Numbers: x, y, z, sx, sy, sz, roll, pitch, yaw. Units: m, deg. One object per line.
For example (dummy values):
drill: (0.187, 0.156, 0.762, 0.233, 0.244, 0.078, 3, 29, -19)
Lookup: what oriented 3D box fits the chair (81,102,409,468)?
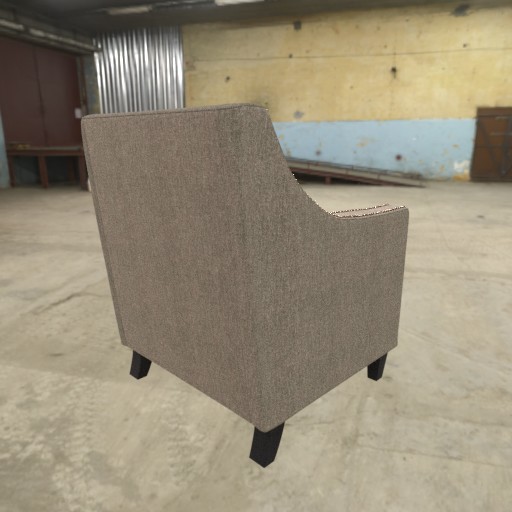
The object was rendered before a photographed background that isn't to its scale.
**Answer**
chair: (0.000, 0.000, 1.591, 0.776, 0.967, 0.884, 14, 20, 43)
